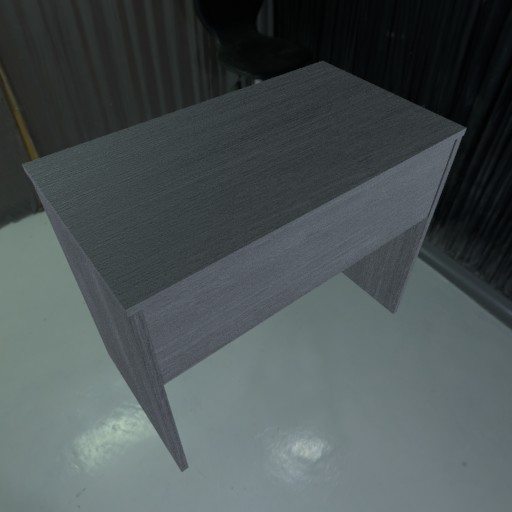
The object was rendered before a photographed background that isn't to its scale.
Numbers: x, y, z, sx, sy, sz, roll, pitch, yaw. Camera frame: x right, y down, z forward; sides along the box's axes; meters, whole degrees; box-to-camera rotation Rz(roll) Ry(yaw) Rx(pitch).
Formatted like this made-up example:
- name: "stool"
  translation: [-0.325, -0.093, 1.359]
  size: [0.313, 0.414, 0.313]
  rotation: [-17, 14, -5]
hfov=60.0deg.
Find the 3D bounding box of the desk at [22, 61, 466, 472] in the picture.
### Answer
- name: "desk"
  translation: [0.000, 0.000, 1.269]
  size: [0.893, 0.724, 0.498]
  rotation: [-29, 52, -25]
